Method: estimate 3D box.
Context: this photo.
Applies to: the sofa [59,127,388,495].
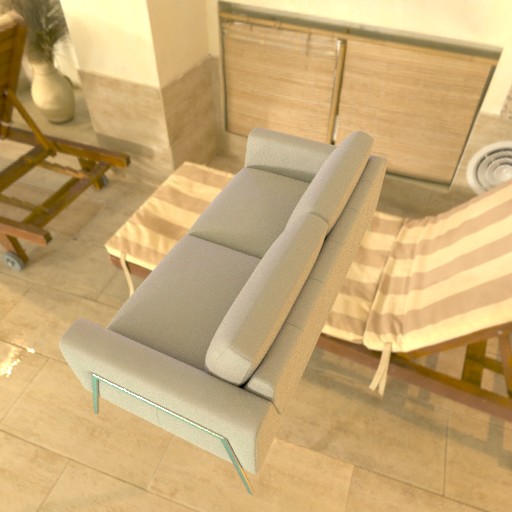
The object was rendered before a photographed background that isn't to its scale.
[{"bbox_3d":[0.000,0.000,2.496,0.953,0.875,2.017,19,49,17],"label":"sofa"}]
